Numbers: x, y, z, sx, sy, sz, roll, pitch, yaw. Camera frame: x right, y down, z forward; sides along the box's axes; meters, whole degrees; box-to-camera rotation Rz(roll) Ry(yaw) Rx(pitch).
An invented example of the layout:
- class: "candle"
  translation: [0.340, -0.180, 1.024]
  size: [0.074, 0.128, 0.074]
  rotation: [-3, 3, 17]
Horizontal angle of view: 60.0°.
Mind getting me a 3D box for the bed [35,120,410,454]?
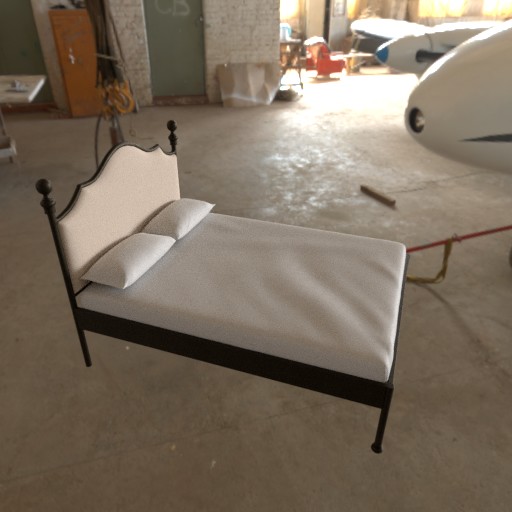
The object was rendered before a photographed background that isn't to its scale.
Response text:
- class: "bed"
  translation: [0.000, 0.000, 3.312]
  size: [2.224, 1.499, 1.642]
  rotation: [10, 32, 17]
